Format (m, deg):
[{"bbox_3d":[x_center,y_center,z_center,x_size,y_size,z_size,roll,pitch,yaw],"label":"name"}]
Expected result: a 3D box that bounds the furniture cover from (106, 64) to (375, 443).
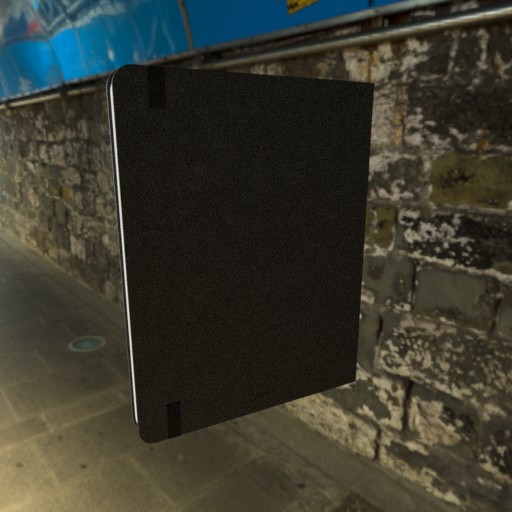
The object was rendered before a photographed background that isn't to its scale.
[{"bbox_3d":[0.000,0.000,0.369,0.216,0.281,0.023,-7,16,-27],"label":"furniture cover"}]
